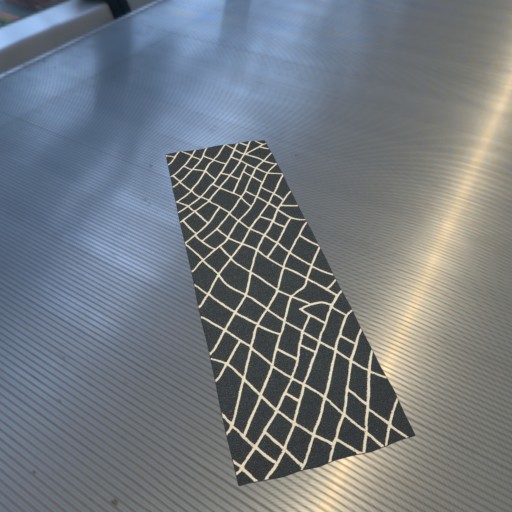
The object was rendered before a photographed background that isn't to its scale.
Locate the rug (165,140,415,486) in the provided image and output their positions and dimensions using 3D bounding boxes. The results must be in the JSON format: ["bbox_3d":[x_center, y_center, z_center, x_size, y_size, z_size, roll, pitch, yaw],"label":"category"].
[{"bbox_3d":[0.000,0.000,2.676,0.807,0.010,2.476,-11,47,-10],"label":"rug"}]
